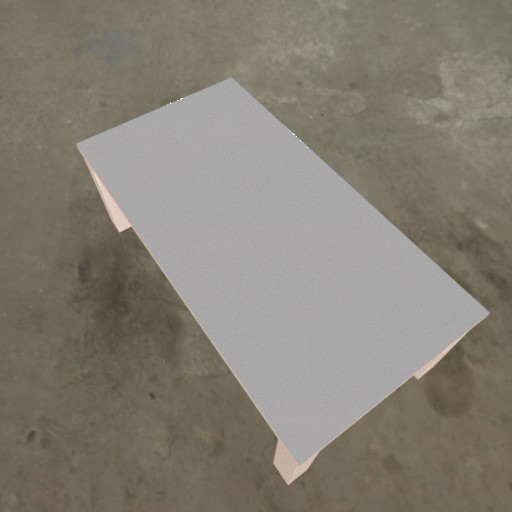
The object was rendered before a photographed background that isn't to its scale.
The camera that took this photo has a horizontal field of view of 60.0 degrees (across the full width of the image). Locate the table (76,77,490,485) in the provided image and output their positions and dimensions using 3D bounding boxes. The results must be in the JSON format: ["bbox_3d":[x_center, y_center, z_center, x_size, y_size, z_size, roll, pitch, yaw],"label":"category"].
[{"bbox_3d":[0.000,0.000,1.667,0.700,0.470,1.350,-31,62,-18],"label":"table"}]
